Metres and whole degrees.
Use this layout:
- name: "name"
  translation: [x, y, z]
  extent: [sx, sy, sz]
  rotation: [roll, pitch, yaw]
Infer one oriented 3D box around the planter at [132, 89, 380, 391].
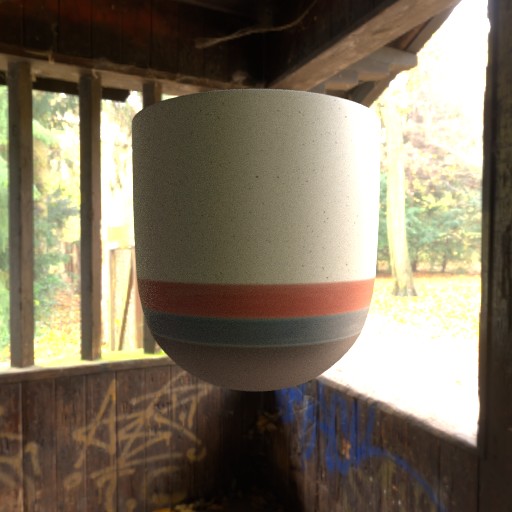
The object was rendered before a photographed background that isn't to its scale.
- name: "planter"
  translation: [0.000, 0.000, 0.380]
  extent: [0.204, 0.214, 0.204]
  rotation: [0, 2, 0]
